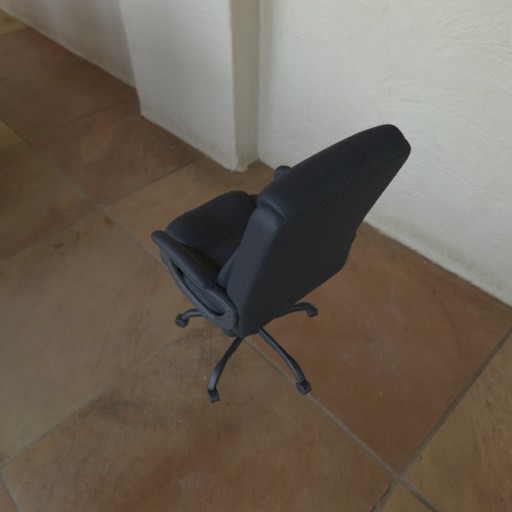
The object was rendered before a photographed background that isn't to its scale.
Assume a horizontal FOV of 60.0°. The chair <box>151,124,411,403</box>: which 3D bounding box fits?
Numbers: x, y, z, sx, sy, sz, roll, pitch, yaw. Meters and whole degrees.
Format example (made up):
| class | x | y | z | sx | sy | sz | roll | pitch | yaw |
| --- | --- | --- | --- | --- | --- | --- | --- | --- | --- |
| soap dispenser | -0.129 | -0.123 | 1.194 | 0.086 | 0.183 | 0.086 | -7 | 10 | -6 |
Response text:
| class | x | y | z | sx | sy | sz | roll | pitch | yaw |
| --- | --- | --- | --- | --- | --- | --- | --- | --- | --- |
| chair | 0.000 | 0.000 | 1.486 | 0.615 | 1.072 | 0.655 | -32 | 54 | -27 |
